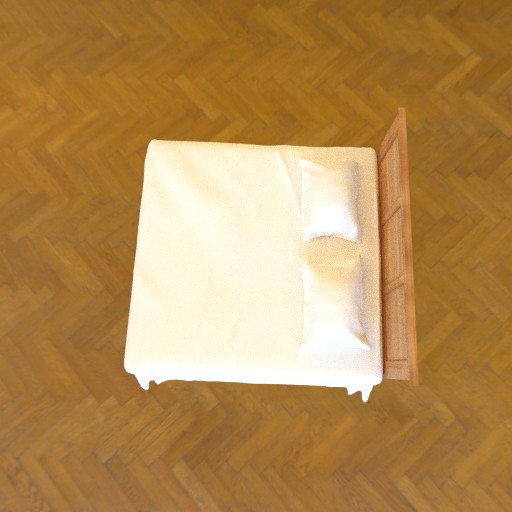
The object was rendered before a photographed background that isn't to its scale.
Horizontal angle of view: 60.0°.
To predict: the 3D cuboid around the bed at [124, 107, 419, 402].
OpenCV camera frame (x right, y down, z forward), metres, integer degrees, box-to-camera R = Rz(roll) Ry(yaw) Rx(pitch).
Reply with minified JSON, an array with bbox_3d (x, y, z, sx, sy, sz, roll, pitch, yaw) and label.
[{"bbox_3d":[0.000,0.000,3.685,2.215,1.270,2.317,2,76,1],"label":"bed"}]
